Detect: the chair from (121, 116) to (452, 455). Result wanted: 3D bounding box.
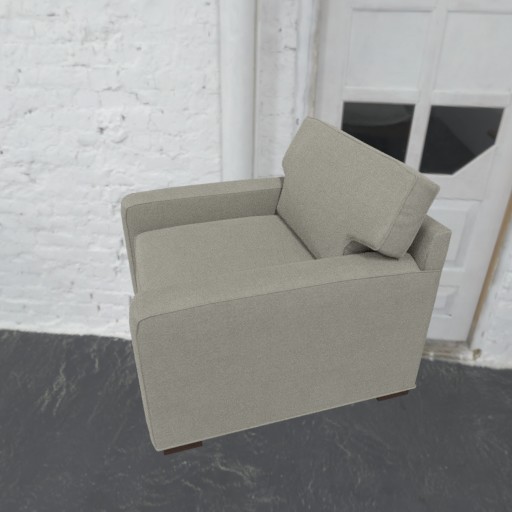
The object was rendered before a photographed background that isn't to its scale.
[{"bbox_3d":[0.000,0.000,1.846,1.044,0.934,0.999,-8,31,-14],"label":"chair"}]
